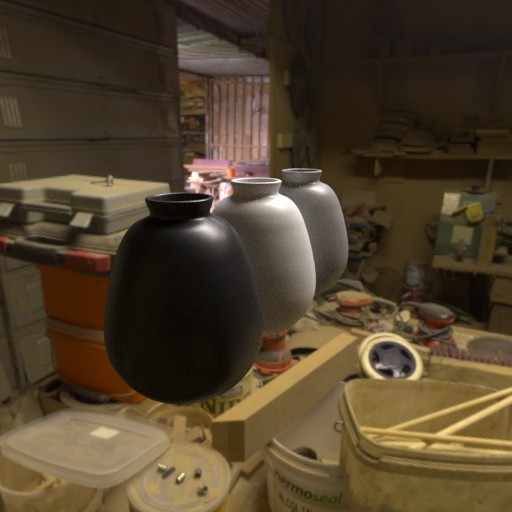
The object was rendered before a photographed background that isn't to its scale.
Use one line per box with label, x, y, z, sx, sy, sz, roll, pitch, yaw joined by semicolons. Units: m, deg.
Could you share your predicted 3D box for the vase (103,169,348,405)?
vase;0.000;0.000;0.359;0.097;0.122;0.297;8;17;25
